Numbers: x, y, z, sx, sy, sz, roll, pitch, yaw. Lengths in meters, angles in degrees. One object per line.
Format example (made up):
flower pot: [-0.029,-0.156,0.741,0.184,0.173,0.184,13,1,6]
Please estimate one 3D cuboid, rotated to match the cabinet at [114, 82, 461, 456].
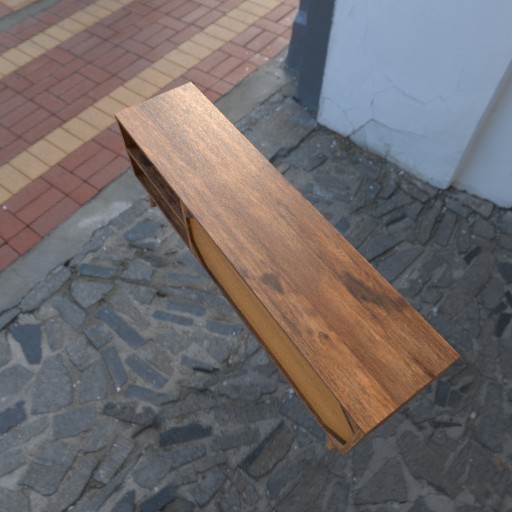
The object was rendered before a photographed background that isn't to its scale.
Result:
cabinet: [0.000,0.000,1.695,0.349,0.528,1.448,-30,62,-18]
